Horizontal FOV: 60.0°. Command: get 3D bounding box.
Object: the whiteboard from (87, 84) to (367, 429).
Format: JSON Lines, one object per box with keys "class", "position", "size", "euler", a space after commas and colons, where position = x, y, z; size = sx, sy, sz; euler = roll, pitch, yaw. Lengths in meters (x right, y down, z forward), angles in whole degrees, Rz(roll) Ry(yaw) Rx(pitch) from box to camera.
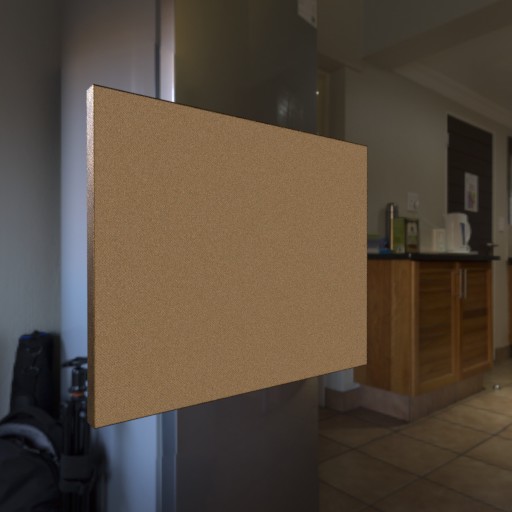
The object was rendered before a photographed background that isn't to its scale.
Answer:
{"class": "whiteboard", "position": [0.000, 0.000, 0.768], "size": [0.561, 0.457, 0.029], "euler": [0, 1, -37]}
